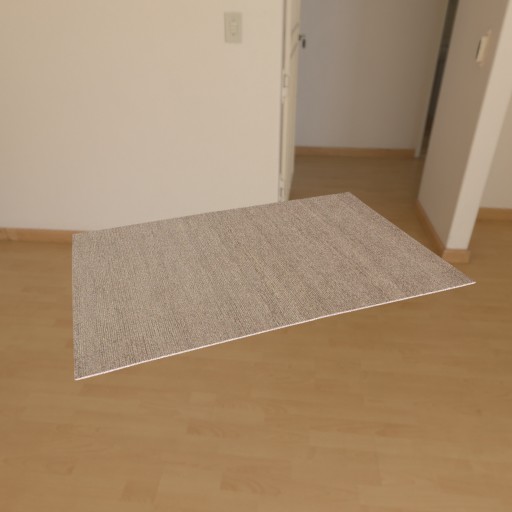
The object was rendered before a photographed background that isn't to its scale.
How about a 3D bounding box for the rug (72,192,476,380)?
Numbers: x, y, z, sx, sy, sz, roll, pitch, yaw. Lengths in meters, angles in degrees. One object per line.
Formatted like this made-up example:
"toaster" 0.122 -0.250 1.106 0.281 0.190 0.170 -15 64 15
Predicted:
"rug" 0.000 0.000 2.292 1.792 0.021 1.154 -11 33 -17
